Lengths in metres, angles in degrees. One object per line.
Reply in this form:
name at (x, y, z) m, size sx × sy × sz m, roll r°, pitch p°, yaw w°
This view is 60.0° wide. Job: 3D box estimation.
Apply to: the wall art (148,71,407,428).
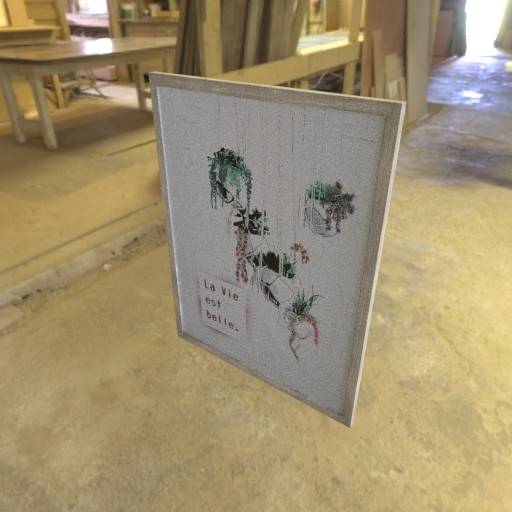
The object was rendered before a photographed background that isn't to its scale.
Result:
wall art at (0.000, 0.000, 1.400) m, size 0.781 × 1.022 × 0.035 m, roll 20°, pitch 36°, yaw 30°
